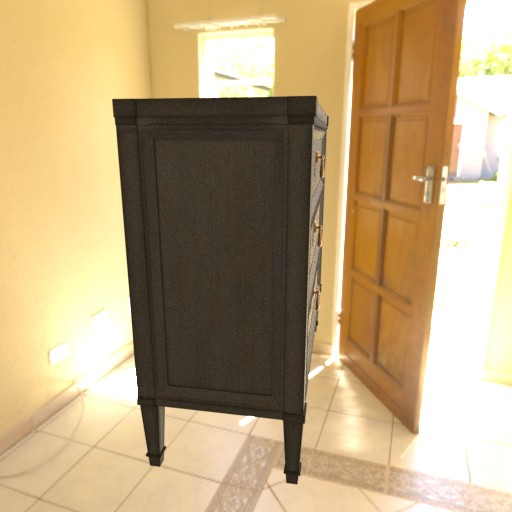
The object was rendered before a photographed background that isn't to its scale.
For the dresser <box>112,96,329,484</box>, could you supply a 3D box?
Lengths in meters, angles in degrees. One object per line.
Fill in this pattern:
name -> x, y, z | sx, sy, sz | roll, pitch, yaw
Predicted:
dresser -> 0.000, 0.000, 1.577 | 0.463, 0.986, 1.049 | 3, 15, 10
